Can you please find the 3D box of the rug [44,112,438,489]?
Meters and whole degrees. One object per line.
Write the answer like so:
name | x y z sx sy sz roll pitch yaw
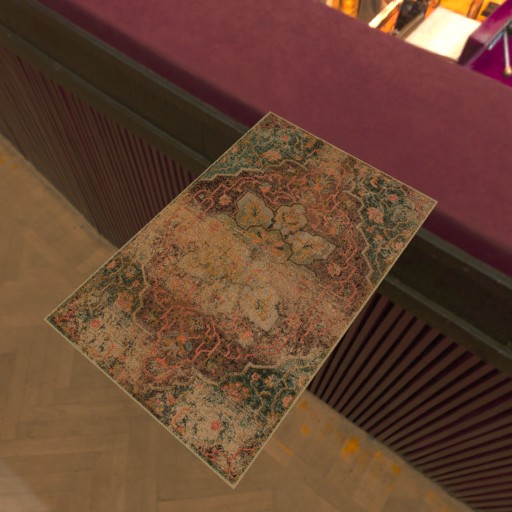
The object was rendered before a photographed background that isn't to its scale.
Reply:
rug | 0.000 0.000 2.980 1.566 0.004 2.363 35 66 18
